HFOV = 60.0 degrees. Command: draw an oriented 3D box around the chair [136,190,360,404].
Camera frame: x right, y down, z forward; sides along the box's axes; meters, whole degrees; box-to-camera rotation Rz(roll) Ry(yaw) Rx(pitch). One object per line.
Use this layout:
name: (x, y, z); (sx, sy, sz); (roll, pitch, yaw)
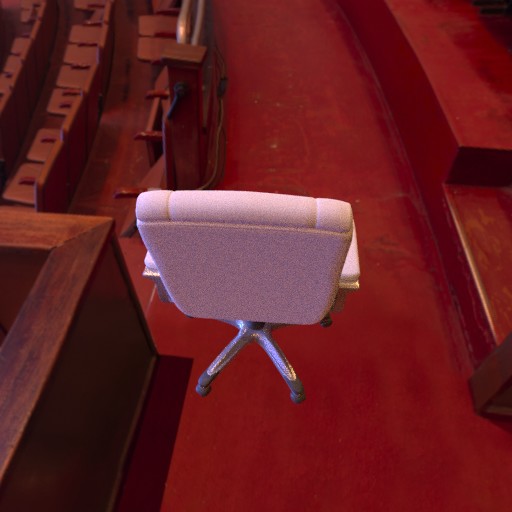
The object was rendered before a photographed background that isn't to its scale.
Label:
chair: (0.000, 0.000, 1.578); (0.687, 1.120, 0.738); (3, 48, 3)
